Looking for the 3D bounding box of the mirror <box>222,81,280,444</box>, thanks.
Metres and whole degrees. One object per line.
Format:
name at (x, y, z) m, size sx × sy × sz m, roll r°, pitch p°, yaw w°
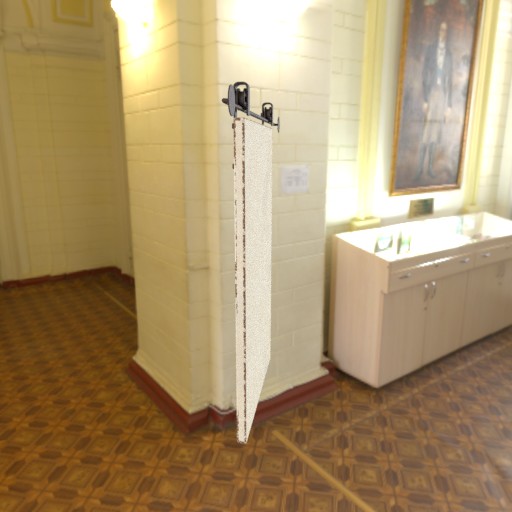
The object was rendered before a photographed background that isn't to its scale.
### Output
mirror at (0.000, 0.000, 1.223) m, size 0.037 × 0.844 × 0.808 m, roll 2°, pitch 14°, yaw 9°
